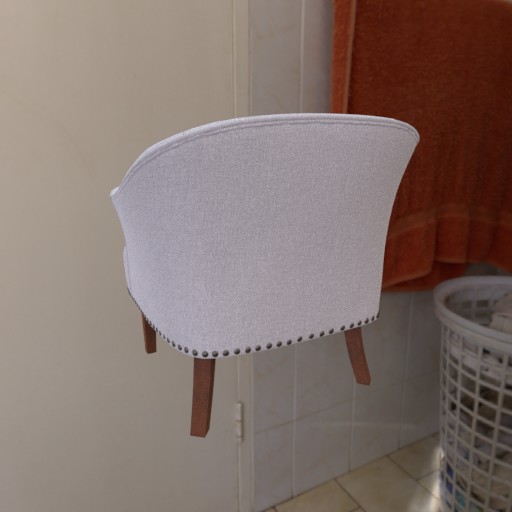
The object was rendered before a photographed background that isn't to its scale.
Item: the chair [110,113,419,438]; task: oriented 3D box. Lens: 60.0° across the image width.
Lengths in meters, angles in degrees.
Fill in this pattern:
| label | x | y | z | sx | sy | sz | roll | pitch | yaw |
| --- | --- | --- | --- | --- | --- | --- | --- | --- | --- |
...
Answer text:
| label | x | y | z | sx | sy | sz | roll | pitch | yaw |
| --- | --- | --- | --- | --- | --- | --- | --- | --- | --- |
| chair | 0.000 | 0.000 | 1.376 | 0.798 | 0.815 | 0.704 | -7 | 17 | -26 |
